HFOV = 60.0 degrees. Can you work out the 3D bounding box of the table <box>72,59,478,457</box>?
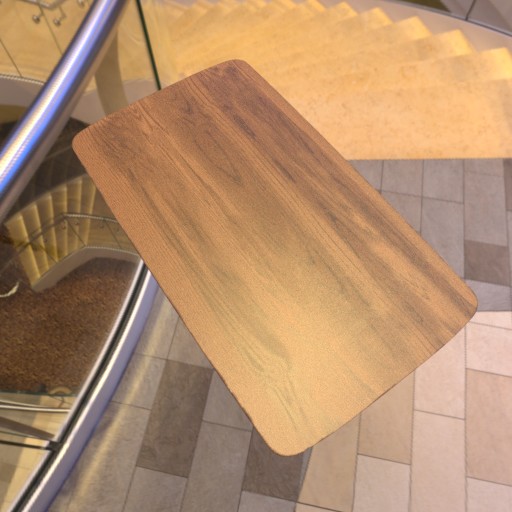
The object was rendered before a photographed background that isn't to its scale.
[{"bbox_3d":[0.000,0.000,2.130,0.949,0.765,1.643,-32,68,-15],"label":"table"}]
